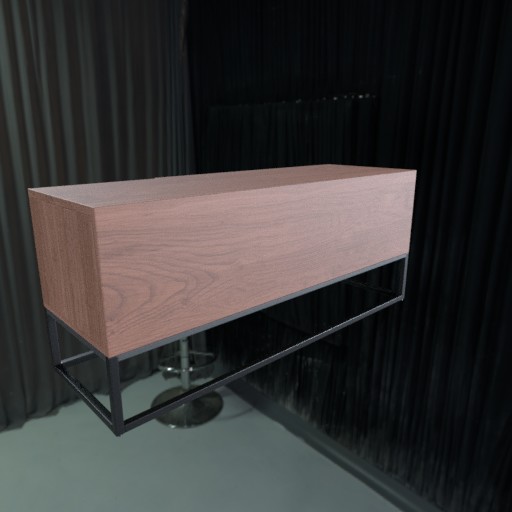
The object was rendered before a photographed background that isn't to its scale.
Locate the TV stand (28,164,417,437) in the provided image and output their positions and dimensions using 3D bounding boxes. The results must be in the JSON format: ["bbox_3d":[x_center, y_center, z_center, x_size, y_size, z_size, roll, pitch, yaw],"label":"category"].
[{"bbox_3d":[0.000,0.000,1.421,1.200,0.500,0.415,-14,21,-41],"label":"TV stand"}]
